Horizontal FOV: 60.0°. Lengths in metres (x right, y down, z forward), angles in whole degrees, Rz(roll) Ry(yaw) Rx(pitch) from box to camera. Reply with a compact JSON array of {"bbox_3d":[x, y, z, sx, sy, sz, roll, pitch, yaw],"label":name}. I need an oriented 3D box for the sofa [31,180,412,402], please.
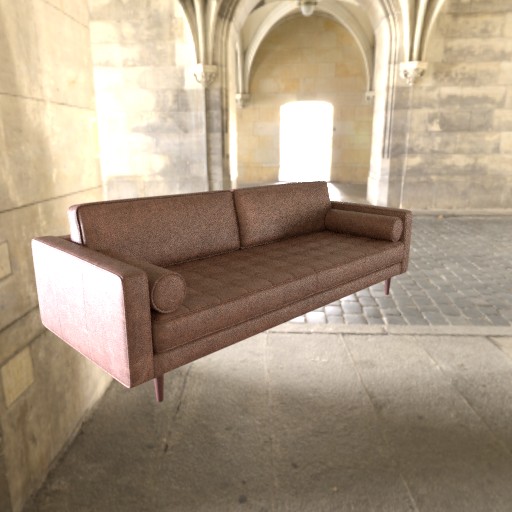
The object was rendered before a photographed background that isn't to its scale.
[{"bbox_3d":[0.000,0.000,2.629,0.914,0.762,2.210,14,20,43],"label":"sofa"}]
